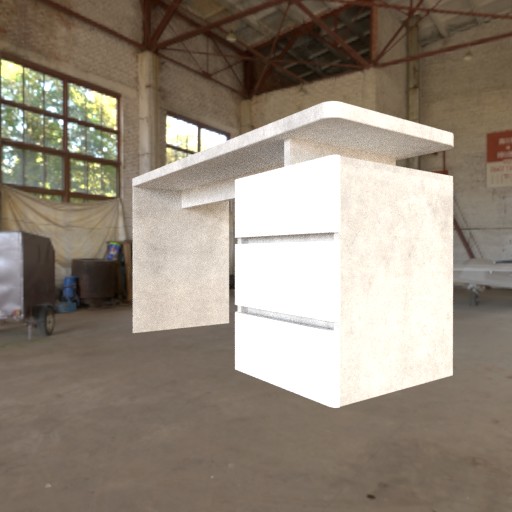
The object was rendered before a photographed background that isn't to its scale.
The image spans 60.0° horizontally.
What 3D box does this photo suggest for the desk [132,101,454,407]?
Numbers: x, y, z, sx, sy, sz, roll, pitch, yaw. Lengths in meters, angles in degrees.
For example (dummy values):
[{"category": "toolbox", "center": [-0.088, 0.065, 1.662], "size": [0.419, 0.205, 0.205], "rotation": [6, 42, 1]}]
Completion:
[{"category": "desk", "center": [0.000, 0.000, 1.783], "size": [0.550, 0.755, 1.400], "rotation": [0, 0, -35]}]
